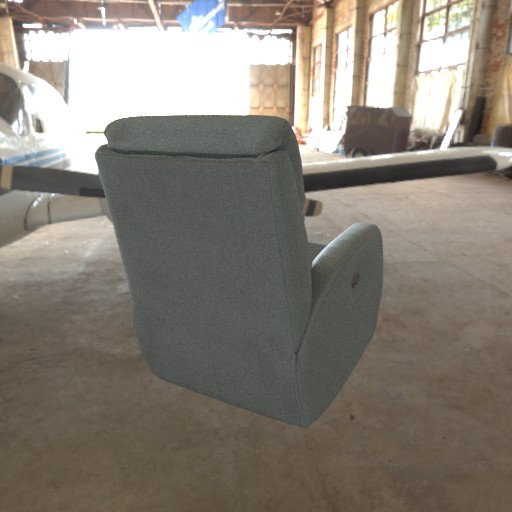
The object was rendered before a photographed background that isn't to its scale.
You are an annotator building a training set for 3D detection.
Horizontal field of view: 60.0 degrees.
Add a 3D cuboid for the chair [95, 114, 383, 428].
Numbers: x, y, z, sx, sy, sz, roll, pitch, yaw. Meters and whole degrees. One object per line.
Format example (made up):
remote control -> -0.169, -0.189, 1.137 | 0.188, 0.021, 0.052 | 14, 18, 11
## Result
chair -> 0.000, 0.000, 1.675 | 0.794, 1.016, 0.940 | 9, 20, 27
